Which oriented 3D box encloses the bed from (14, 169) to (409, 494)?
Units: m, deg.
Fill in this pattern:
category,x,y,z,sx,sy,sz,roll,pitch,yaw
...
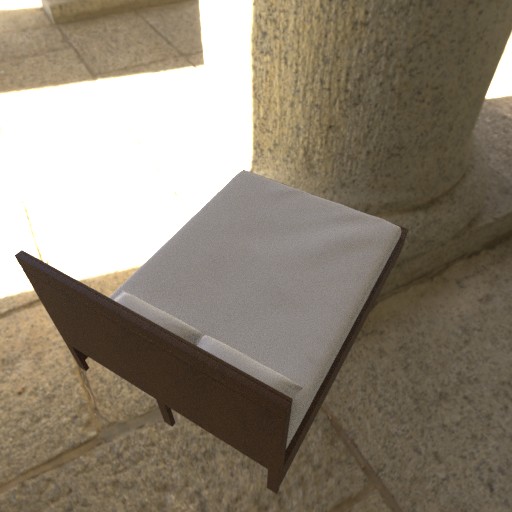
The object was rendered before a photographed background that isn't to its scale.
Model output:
category,x,y,z,sx,sy,sz,roll,pitch,yaw
bed,0.000,0.000,3.105,1.613,1.169,2.221,24,51,20
